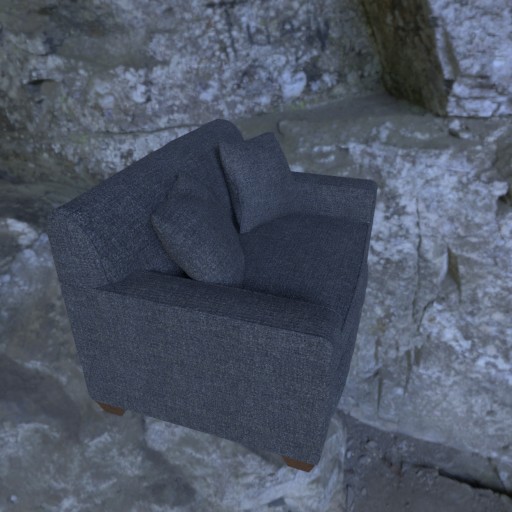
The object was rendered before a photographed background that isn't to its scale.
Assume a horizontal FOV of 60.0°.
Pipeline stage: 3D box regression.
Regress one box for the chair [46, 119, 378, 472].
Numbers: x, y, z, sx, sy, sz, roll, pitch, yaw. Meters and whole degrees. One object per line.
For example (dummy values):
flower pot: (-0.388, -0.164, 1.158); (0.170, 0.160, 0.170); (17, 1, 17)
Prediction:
chair: (0.000, 0.000, 2.031); (1.000, 0.948, 1.383); (10, 31, 16)
